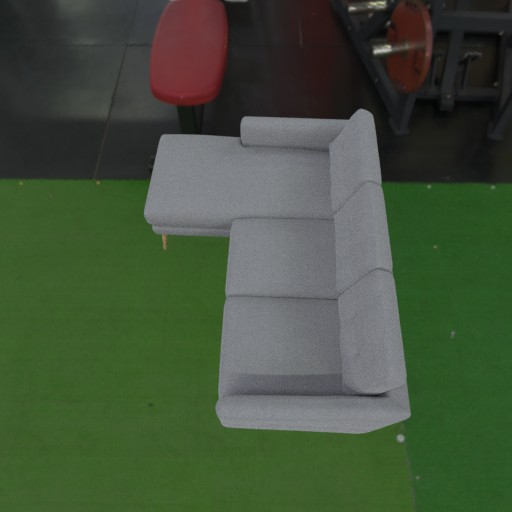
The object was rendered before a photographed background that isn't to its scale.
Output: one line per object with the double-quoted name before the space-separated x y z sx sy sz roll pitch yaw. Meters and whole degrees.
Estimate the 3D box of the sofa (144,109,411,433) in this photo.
"sofa" 0.000 0.000 2.766 1.530 0.860 2.040 2 59 1
